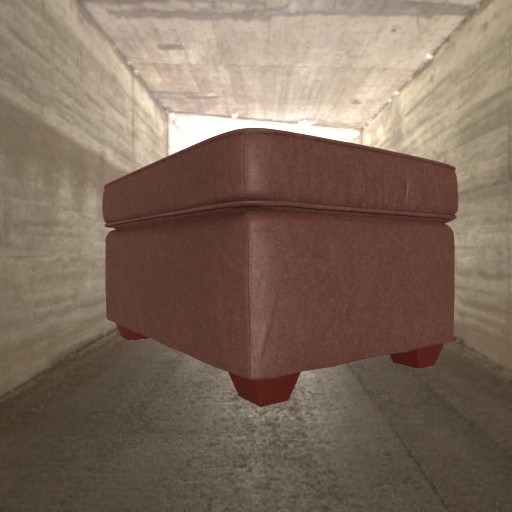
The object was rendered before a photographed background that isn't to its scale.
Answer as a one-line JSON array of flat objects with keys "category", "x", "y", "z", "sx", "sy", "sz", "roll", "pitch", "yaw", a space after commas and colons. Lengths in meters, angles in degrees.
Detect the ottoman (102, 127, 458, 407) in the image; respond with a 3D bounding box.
[{"category": "ottoman", "x": 0.000, "y": 0.000, "z": 1.058, "sx": 0.548, "sy": 0.449, "sz": 0.749, "roll": 0, "pitch": 1, "yaw": -35}]
